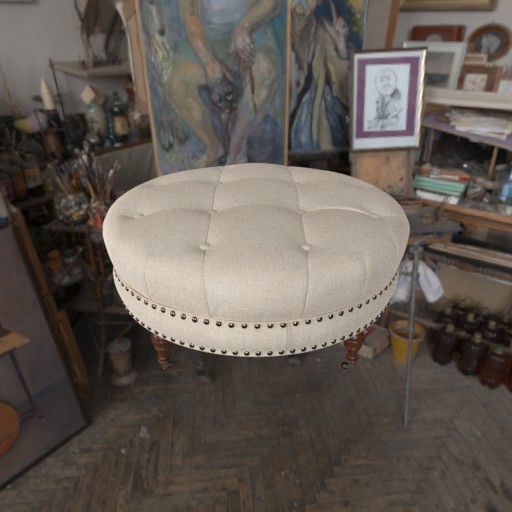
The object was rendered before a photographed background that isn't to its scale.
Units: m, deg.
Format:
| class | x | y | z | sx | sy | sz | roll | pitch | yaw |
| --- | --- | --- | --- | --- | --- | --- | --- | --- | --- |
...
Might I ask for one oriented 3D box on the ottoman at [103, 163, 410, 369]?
| class | x | y | z | sx | sy | sz | roll | pitch | yaw |
| --- | --- | --- | --- | --- | --- | --- | --- | --- | --- |
| ottoman | 0.000 | 0.000 | 1.488 | 0.940 | 0.483 | 0.940 | 0 | 28 | 0 |
